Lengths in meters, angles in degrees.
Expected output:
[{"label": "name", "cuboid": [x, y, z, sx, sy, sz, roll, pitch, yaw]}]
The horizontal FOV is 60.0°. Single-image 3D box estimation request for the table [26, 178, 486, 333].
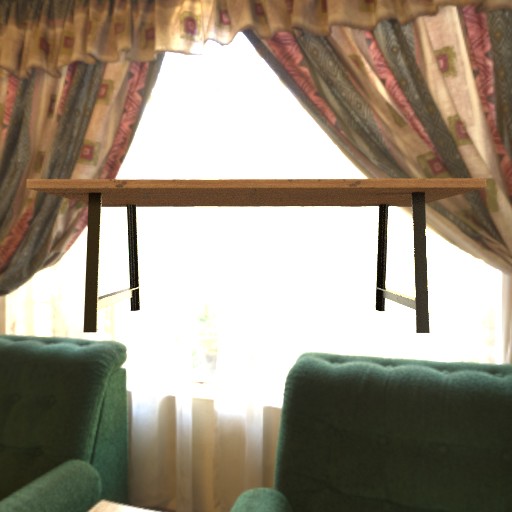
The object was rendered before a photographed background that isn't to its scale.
[{"label": "table", "cuboid": [0.000, 0.000, 2.622, 2.200, 0.757, 1.000, 0, 1, 1]}]
